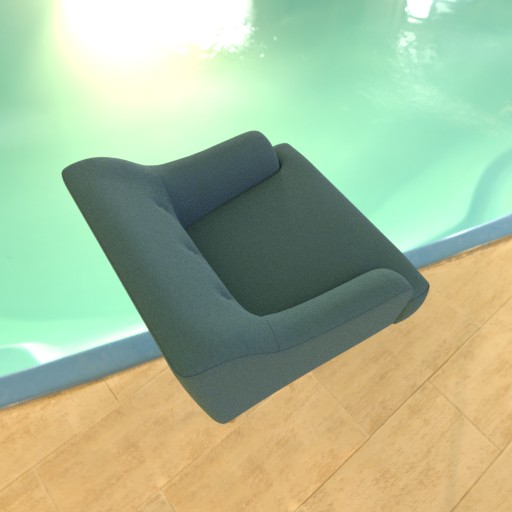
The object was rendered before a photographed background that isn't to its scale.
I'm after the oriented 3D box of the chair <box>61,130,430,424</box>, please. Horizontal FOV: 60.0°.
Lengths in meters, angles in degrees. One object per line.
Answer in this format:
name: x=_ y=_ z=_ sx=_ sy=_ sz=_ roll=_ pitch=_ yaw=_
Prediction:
chair: x=0.000 y=0.000 z=1.655 sx=0.951 sy=0.818 sz=0.946 roll=-29 pitch=62 yaw=-18
